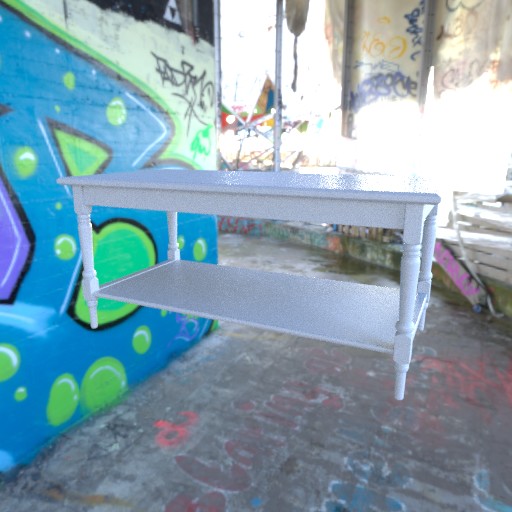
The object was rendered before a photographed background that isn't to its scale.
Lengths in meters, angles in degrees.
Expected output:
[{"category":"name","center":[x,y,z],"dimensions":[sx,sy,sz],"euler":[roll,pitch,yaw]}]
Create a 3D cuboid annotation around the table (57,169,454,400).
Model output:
[{"category":"table","center":[0.000,0.000,1.441],"dimensions":[1.109,0.506,0.551],"euler":[7,16,25]}]
